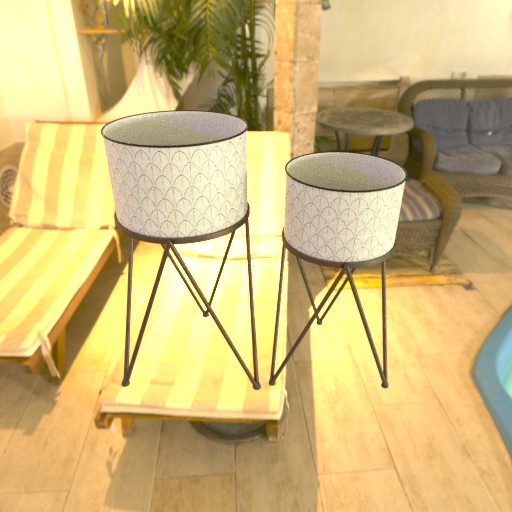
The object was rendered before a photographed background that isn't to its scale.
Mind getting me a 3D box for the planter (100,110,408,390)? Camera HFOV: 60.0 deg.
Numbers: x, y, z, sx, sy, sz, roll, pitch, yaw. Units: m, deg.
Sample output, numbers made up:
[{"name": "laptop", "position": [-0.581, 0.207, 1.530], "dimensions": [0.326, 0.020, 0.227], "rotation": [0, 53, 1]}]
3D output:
[{"name": "planter", "position": [0.000, 0.000, 1.209], "dimensions": [0.769, 0.712, 0.413], "rotation": [1, 30, 2]}]
